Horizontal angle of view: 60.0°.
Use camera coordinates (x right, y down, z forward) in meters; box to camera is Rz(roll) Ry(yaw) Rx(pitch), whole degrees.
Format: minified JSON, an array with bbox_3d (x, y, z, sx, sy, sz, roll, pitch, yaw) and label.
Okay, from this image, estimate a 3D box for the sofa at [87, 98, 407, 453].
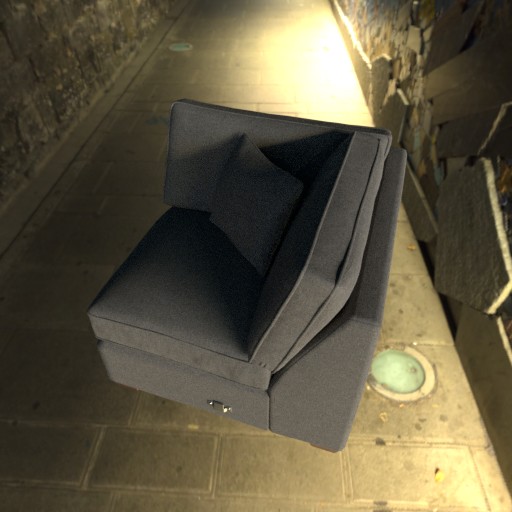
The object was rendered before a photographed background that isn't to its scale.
[{"bbox_3d":[0.000,0.000,1.940,1.084,1.002,1.146,12,43,14],"label":"sofa"}]
